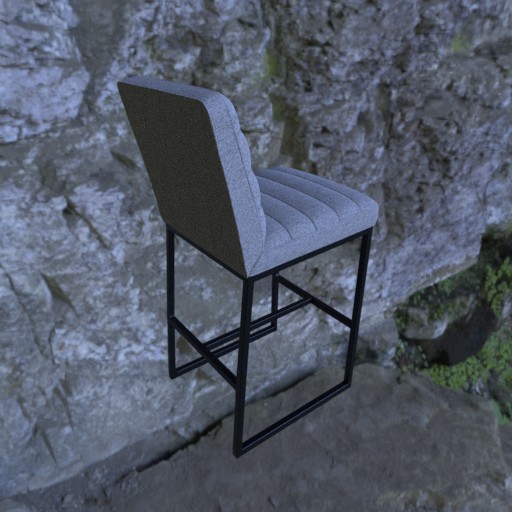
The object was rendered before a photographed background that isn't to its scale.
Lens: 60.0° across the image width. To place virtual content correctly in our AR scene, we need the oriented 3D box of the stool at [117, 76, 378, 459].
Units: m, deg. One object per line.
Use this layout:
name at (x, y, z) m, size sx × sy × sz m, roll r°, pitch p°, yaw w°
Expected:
stool at (0.000, 0.000, 1.362) m, size 0.571 × 1.034 × 0.459 m, roll -19°, pitch 33°, yaw -32°
